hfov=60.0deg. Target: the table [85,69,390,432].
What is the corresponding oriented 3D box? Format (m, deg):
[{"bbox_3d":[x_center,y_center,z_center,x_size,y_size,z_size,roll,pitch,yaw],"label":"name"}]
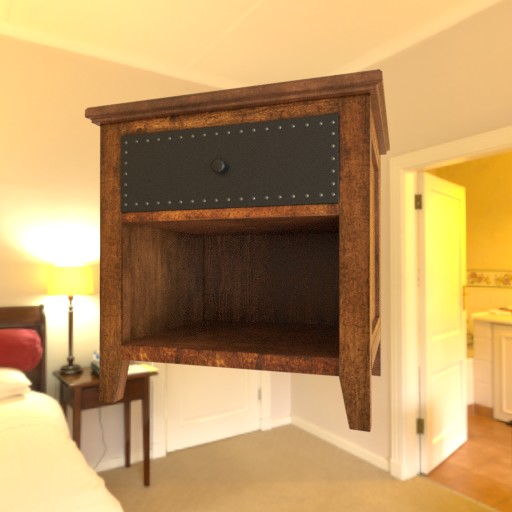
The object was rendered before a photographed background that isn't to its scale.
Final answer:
[{"bbox_3d":[0.000,0.000,1.022,0.586,0.597,0.461,0,-1,18],"label":"table"}]
